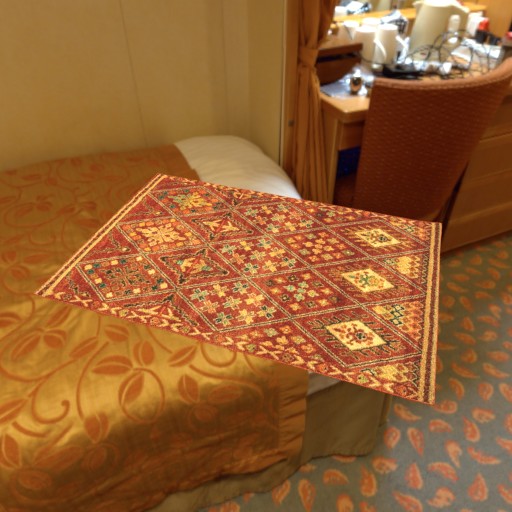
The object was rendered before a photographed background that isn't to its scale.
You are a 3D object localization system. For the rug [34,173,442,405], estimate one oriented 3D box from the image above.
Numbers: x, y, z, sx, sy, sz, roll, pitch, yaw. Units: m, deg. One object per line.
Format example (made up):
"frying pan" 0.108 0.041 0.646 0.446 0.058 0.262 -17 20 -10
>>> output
"rug" 0.000 0.000 2.899 2.286 0.026 1.521 12 42 14
